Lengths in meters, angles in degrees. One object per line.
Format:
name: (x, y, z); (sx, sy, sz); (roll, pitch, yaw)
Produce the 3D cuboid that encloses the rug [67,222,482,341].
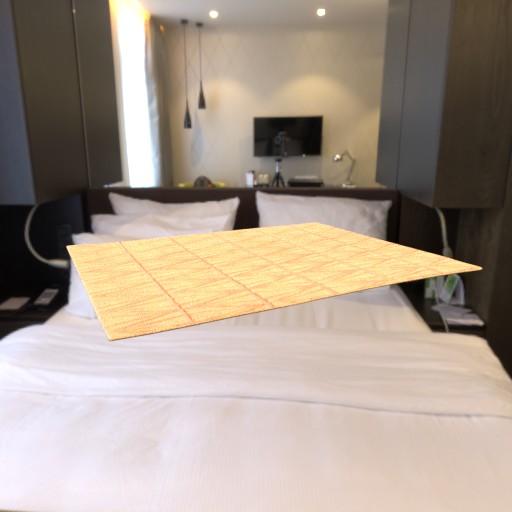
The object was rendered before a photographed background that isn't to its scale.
rug: (0.000, 0.000, 4.106); (3.052, 0.043, 2.453); (-7, 16, -26)
